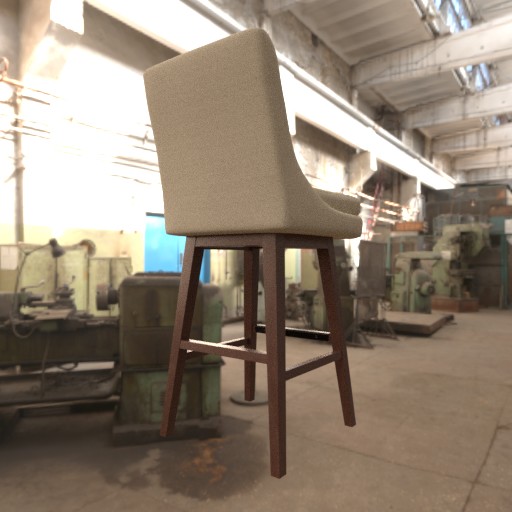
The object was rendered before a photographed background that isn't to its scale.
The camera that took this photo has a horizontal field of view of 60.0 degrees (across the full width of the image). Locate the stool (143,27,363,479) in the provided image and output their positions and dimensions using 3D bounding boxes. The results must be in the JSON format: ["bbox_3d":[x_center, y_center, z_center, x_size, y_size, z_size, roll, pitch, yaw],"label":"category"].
[{"bbox_3d":[0.000,0.000,1.370,0.483,1.093,0.559,0,0,37],"label":"stool"}]
